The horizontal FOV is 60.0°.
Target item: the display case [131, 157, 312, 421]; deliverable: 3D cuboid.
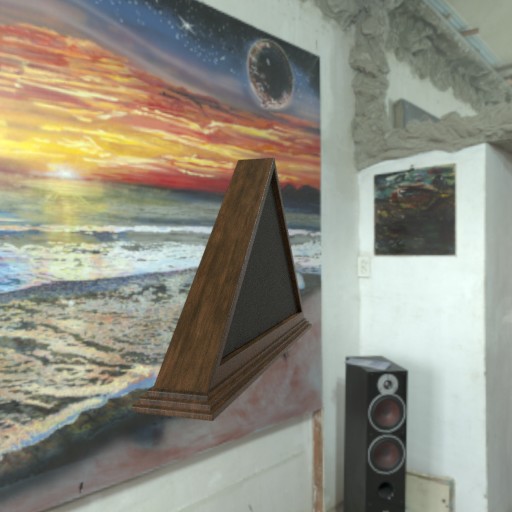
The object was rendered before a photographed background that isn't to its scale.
[{"bbox_3d":[0.000,0.000,0.775,0.095,0.340,0.640,0,0,16],"label":"display case"}]
